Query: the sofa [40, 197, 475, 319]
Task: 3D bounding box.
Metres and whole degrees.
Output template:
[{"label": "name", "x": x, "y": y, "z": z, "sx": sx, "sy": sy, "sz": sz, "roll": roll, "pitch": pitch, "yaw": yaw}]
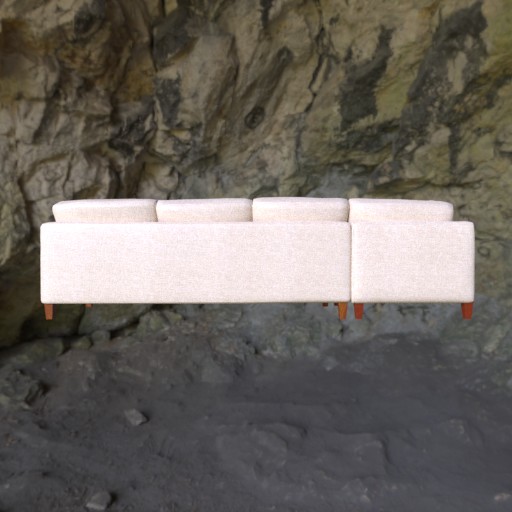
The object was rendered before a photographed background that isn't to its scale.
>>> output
[{"label": "sofa", "x": 0.000, "y": 0.000, "z": 4.570, "sx": 3.302, "sy": 0.947, "sz": 2.593, "roll": 0, "pitch": 0, "yaw": 0}]
